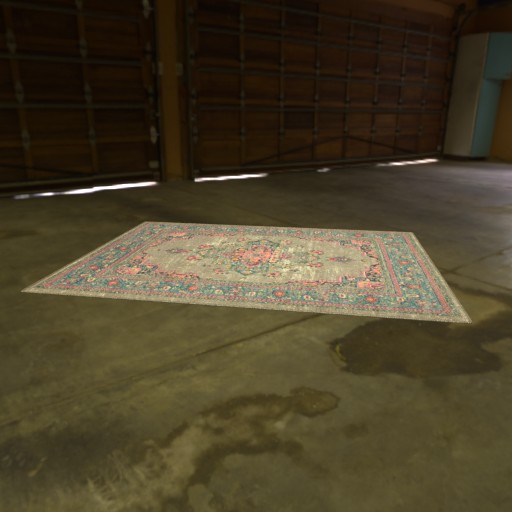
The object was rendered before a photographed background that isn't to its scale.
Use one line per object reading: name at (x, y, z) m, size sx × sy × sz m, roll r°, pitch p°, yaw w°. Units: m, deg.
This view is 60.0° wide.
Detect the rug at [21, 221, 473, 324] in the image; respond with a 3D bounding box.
rug at (0.000, 0.000, 2.882) m, size 2.214 × 0.013 × 1.609 m, roll 3°, pitch 18°, yaw 9°
